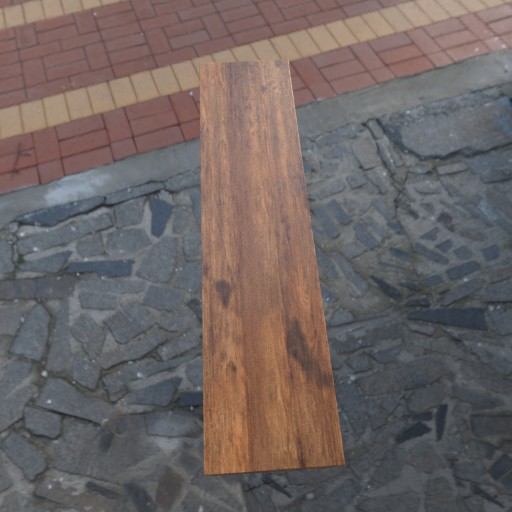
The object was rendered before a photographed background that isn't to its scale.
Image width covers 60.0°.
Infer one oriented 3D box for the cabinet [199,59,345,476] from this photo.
[{"bbox_3d":[0.000,0.000,1.651,0.349,0.528,1.448,-3,63,-2],"label":"cabinet"}]
